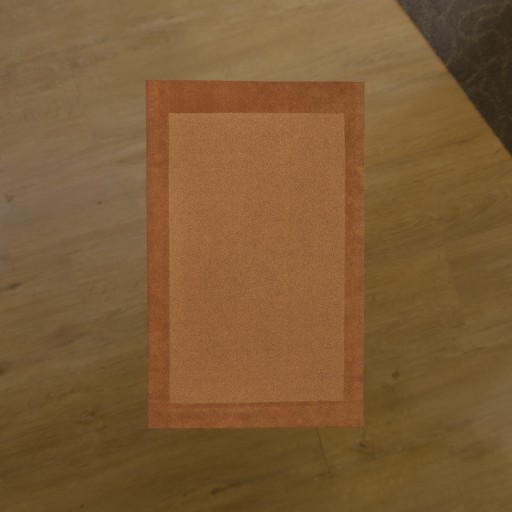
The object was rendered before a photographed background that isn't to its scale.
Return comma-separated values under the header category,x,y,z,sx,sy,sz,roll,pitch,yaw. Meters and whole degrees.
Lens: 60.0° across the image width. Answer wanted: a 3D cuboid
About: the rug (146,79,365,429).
category,x,y,z,sx,sy,sz,roll,pitch,yaw
rug,0.000,0.000,3.109,1.524,0.014,2.438,0,91,-1
